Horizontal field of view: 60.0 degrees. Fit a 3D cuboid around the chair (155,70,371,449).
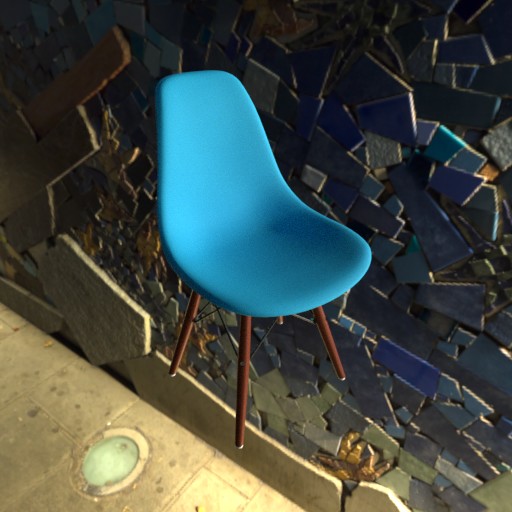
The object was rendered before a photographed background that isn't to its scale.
[{"bbox_3d":[0.000,0.000,1.141,0.470,0.826,0.533,-22,37,-32],"label":"chair"}]
